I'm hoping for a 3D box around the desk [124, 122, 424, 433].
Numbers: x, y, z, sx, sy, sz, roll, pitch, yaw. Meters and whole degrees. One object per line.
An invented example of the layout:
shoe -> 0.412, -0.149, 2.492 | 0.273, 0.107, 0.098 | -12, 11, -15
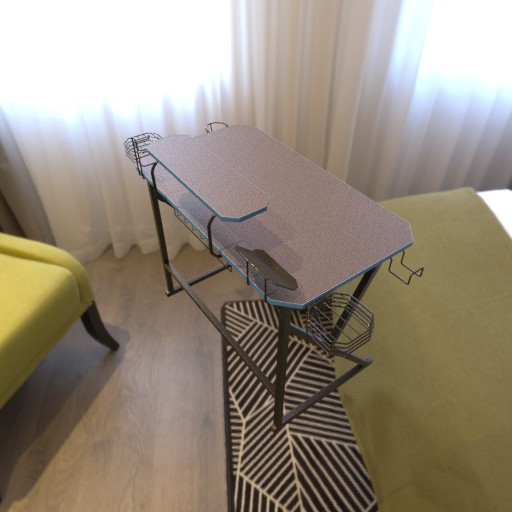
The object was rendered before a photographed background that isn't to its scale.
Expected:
desk -> 0.000, 0.000, 1.736 | 0.594, 0.909, 1.295 | -26, 48, -26
